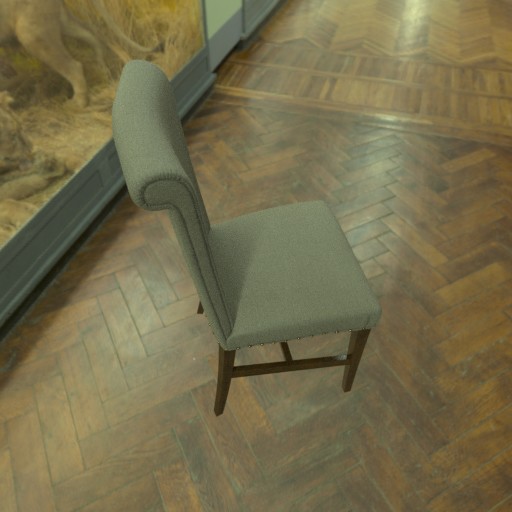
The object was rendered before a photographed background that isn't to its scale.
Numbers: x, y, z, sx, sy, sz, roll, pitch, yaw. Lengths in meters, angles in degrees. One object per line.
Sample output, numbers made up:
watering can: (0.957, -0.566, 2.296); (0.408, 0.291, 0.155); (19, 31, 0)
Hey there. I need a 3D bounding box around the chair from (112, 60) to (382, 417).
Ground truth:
chair: (0.000, 0.000, 1.294); (0.608, 0.988, 0.513); (-10, 47, -9)
